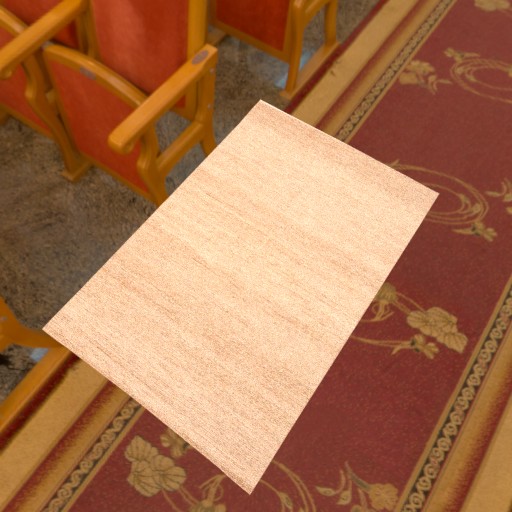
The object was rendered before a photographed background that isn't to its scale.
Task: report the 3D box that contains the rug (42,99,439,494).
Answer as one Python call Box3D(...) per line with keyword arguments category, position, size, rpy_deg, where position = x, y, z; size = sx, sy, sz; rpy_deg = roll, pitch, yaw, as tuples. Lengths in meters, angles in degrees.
Box3D(category="rug", position=(0.000, 0.000, 2.951), size=(1.574, 0.029, 2.346), rpy_deg=(33, 68, 15))
